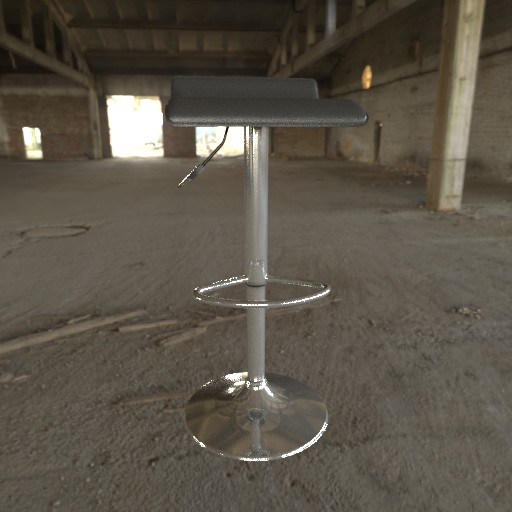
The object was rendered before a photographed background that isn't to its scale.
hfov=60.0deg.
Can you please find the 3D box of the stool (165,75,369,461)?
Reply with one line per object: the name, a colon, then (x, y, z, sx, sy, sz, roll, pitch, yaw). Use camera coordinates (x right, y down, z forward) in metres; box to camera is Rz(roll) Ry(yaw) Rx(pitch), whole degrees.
stool: (0.000, 0.000, 1.068, 0.381, 0.851, 0.381, -2, 15, -8)
